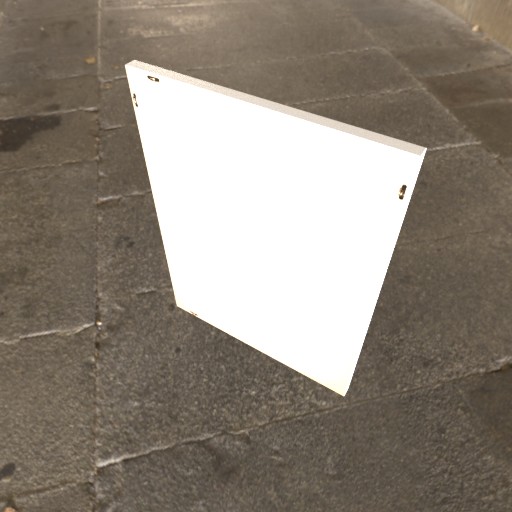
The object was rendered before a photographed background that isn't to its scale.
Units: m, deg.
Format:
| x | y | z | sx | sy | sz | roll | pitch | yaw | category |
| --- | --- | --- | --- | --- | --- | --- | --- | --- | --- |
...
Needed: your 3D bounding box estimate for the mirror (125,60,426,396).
| x | y | z | sx | sy | sz | roll | pitch | yaw | category |
| --- | --- | --- | --- | --- | --- | --- | --- | --- | --- |
| 0.000 | 0.000 | 1.365 | 0.762 | 1.016 | 0.040 | 24 | 52 | 21 | mirror |
